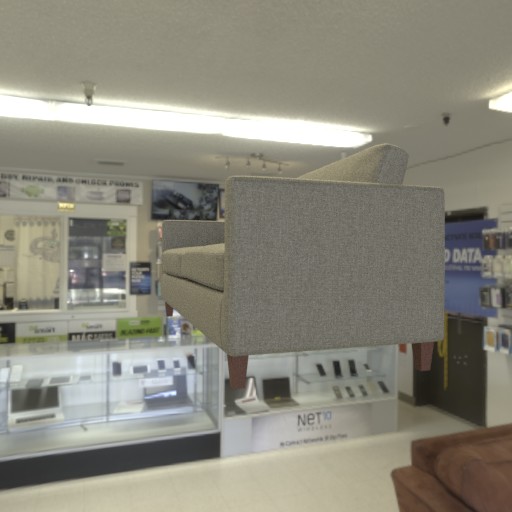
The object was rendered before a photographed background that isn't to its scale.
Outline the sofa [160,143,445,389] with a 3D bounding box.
[{"bbox_3d":[0.000,0.000,2.708,0.956,0.960,2.208,0,0,-18],"label":"sofa"}]
